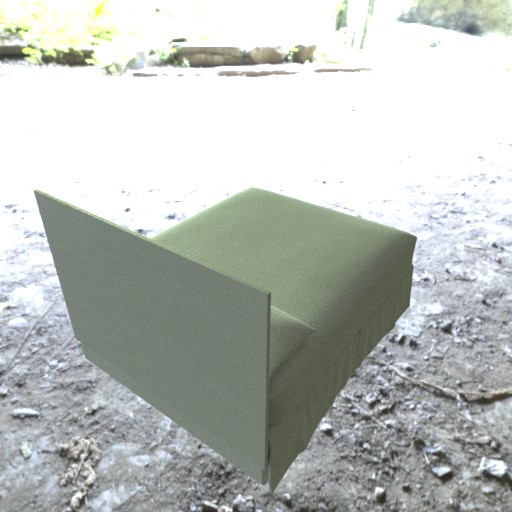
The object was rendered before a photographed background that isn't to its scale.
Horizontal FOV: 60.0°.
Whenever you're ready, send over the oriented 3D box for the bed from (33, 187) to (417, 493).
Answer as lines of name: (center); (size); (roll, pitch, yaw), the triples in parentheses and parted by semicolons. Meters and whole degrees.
bed: (0.000, 0.000, 3.136); (1.745, 1.335, 2.094); (22, 38, 31)
